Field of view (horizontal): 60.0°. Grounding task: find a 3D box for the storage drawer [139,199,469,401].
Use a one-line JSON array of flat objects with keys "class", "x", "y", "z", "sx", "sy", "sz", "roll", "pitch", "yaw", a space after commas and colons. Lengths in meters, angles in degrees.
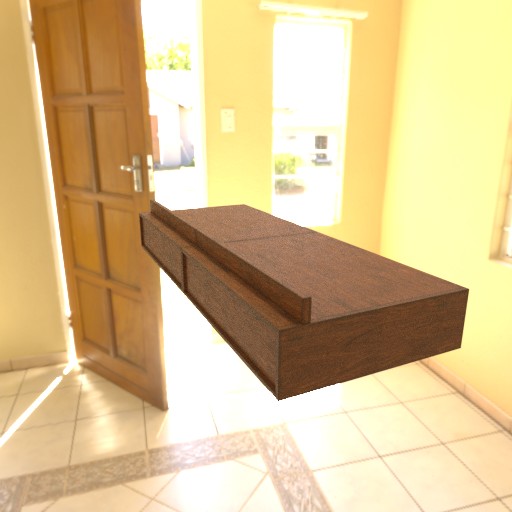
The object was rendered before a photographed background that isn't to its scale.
[{"class": "storage drawer", "x": 0.000, "y": 0.000, "z": 2.243, "sx": 0.774, "sy": 0.339, "sz": 1.914, "roll": -8, "pitch": 18, "yaw": -24}]
